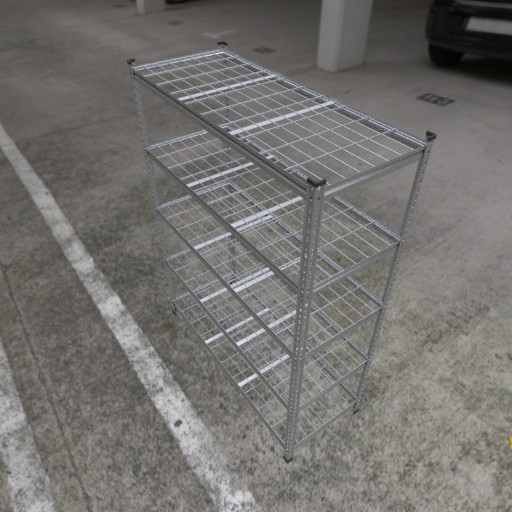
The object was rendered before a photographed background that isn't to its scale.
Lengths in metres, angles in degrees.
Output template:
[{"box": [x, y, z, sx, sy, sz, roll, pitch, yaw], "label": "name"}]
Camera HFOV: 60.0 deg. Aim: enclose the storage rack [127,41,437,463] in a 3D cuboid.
[{"box": [0.000, 0.000, 2.660, 0.610, 1.981, 1.524, -25, 47, -26], "label": "storage rack"}]
